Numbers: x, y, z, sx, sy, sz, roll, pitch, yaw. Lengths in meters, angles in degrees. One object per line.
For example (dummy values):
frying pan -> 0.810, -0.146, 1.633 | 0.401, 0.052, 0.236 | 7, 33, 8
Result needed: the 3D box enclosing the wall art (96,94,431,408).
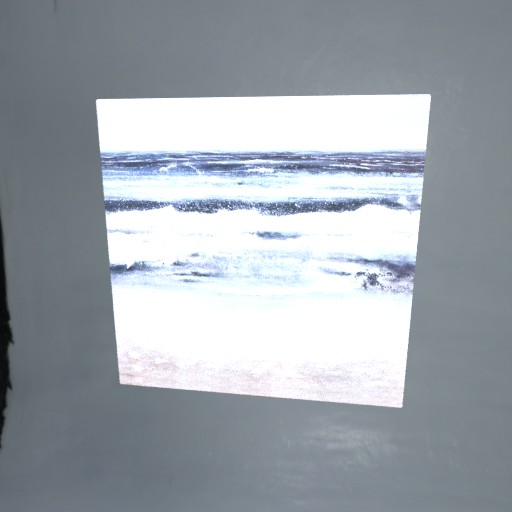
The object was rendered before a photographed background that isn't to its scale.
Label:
wall art -> 0.000, 0.000, 1.110 | 0.755, 0.747, 0.065 | 2, 15, 8
